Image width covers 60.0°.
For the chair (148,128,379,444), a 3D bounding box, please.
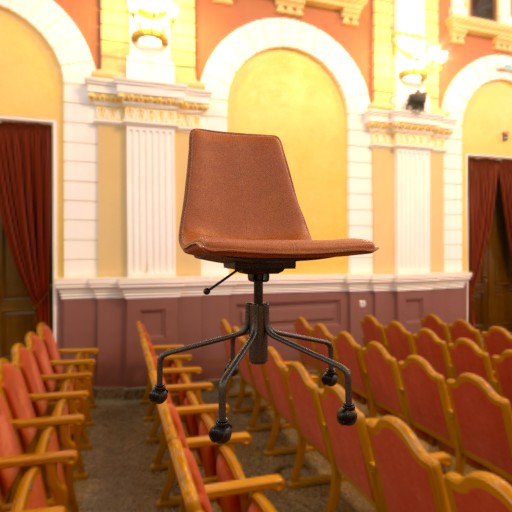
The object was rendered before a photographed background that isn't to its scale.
[{"bbox_3d":[0.000,0.000,1.392,0.651,0.920,0.660,0,1,-17],"label":"chair"}]
